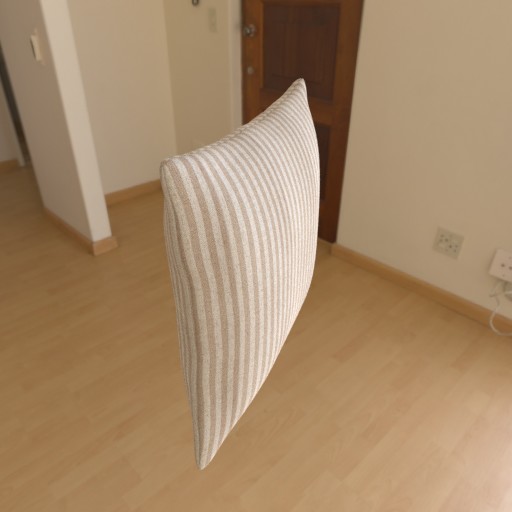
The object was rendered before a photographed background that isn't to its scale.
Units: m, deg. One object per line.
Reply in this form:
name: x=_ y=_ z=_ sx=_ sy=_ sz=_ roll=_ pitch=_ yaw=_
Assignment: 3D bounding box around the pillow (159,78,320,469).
pillow: x=0.000 y=0.000 z=0.784 sx=0.166 sy=0.510 sz=0.523 roll=11 pitch=33 yaw=18
